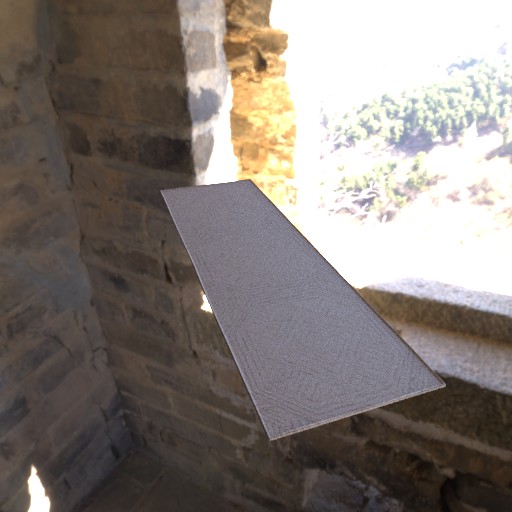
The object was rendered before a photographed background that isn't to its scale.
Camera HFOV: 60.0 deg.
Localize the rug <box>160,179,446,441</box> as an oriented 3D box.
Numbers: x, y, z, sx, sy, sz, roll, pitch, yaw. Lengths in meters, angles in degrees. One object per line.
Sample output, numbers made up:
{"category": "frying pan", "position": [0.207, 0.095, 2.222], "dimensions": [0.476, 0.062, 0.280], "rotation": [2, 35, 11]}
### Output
{"category": "rug", "position": [0.000, 0.000, 2.677], "dimensions": [0.775, 0.012, 2.452], "rotation": [-10, 32, -17]}
